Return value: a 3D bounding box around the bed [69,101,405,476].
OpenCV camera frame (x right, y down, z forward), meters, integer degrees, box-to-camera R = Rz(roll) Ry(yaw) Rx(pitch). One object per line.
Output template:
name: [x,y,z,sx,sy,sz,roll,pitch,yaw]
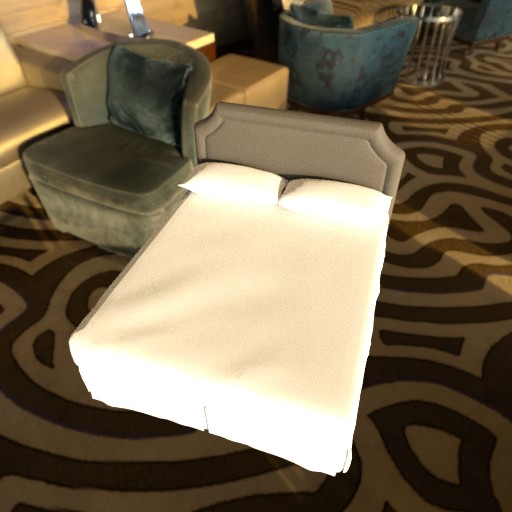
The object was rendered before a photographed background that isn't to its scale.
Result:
bed: [0.000,0.000,3.778,2.194,1.561,2.536,12,42,14]
